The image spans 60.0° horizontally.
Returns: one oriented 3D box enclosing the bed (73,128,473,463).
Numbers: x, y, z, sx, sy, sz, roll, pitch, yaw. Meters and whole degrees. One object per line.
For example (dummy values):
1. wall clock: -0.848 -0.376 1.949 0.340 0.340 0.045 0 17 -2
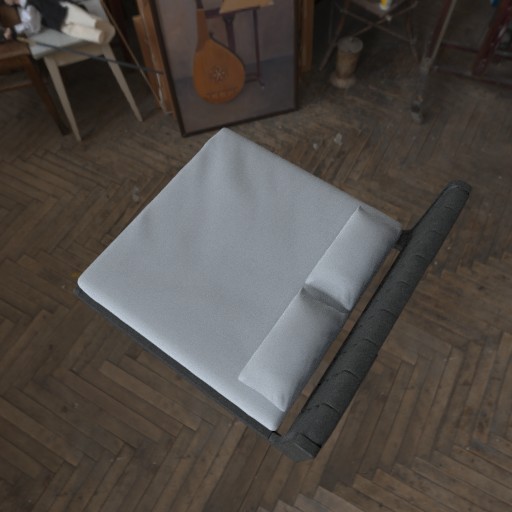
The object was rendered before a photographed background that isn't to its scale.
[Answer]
1. bed: 0.000 0.000 3.197 2.031 1.158 1.903 32 68 15
